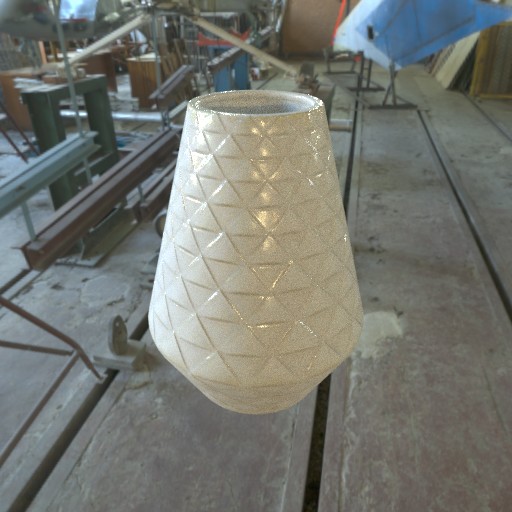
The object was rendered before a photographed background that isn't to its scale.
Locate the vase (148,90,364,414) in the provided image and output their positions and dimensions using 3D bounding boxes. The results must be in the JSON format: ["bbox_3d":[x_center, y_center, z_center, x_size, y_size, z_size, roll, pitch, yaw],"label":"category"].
[{"bbox_3d":[0.000,0.000,0.344,0.175,0.230,0.175,0,30,0],"label":"vase"}]
